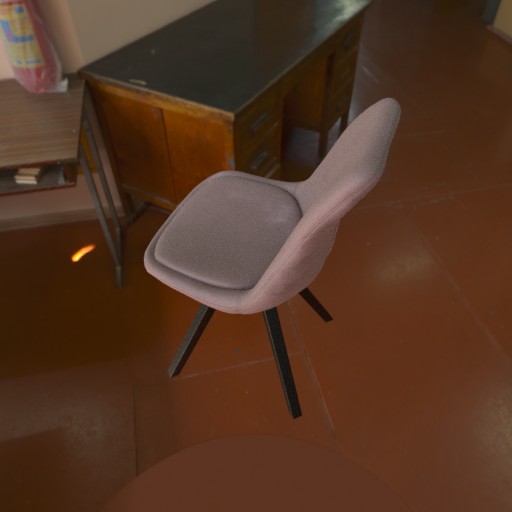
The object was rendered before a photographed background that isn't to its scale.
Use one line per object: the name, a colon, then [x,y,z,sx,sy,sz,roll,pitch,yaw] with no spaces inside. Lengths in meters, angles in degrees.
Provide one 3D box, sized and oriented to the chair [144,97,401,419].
chair: [0.000,0.000,1.195,0.547,0.865,0.483,16,48,14]
